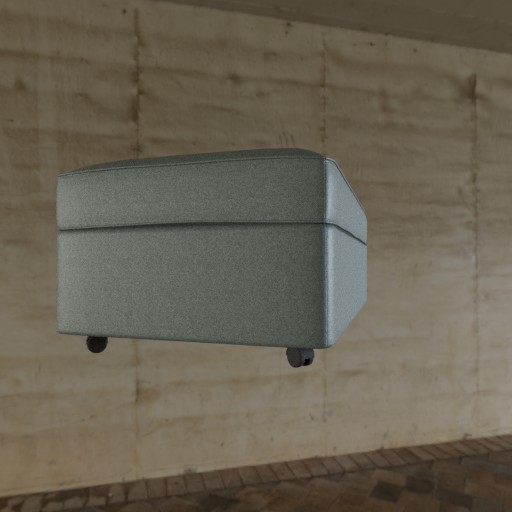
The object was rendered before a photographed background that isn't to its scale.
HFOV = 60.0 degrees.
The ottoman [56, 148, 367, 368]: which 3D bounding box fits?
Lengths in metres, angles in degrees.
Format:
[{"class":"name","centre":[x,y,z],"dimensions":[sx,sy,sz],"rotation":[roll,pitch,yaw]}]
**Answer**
[{"class":"ottoman","centre":[0.000,0.000,1.522],"dimensions":[0.681,0.494,1.173],"rotation":[0,-1,17]}]
